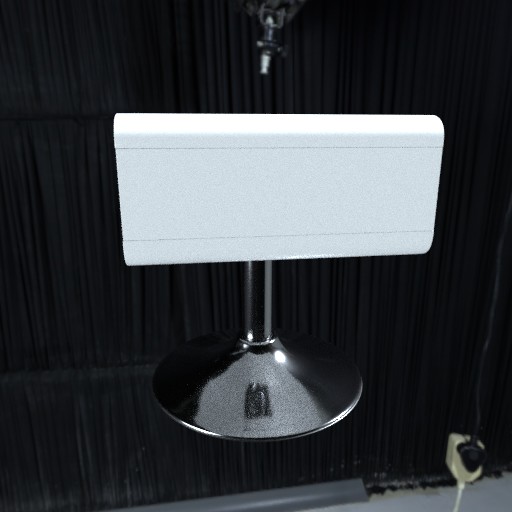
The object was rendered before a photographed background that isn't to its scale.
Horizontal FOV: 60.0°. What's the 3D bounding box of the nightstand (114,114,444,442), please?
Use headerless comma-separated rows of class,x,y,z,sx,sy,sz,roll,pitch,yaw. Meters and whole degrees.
nightstand,0.000,0.000,0.753,0.404,0.447,0.399,-2,16,-8
